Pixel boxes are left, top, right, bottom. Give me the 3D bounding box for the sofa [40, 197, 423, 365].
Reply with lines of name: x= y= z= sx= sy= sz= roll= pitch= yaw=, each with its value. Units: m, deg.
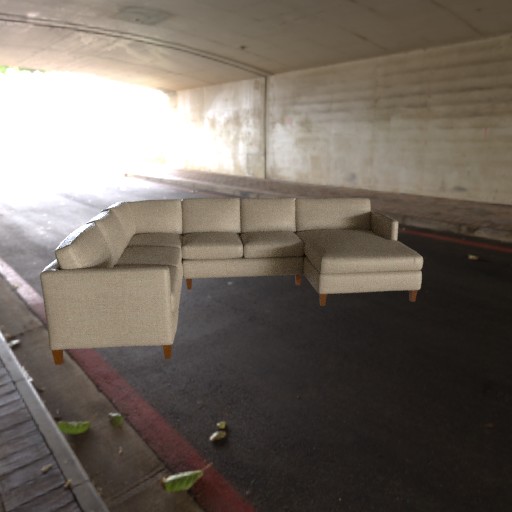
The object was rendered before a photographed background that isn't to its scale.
sofa: x=0.000 y=0.000 z=4.644 sx=3.460 sy=0.961 sz=2.594 roll=-2 pitch=15 yaw=-7
